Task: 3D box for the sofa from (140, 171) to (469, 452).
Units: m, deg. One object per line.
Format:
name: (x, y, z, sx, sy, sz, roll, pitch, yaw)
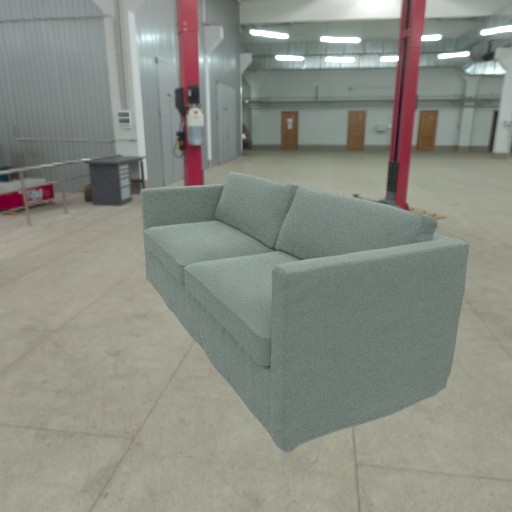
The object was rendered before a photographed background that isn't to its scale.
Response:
sofa: (0.000, 0.000, 2.761, 0.962, 0.853, 2.312, -8, 19, -25)
